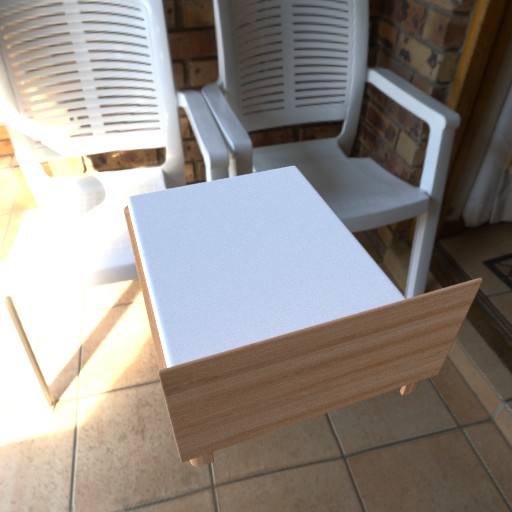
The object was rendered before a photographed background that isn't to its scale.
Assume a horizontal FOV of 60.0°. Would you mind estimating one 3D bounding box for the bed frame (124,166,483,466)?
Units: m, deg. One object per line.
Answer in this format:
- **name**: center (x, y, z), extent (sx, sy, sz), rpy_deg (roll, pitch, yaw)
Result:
- **bed frame**: center (0.000, 0.000, 2.829), extent (1.472, 0.940, 1.992), rpy_deg (-13, 43, -15)
